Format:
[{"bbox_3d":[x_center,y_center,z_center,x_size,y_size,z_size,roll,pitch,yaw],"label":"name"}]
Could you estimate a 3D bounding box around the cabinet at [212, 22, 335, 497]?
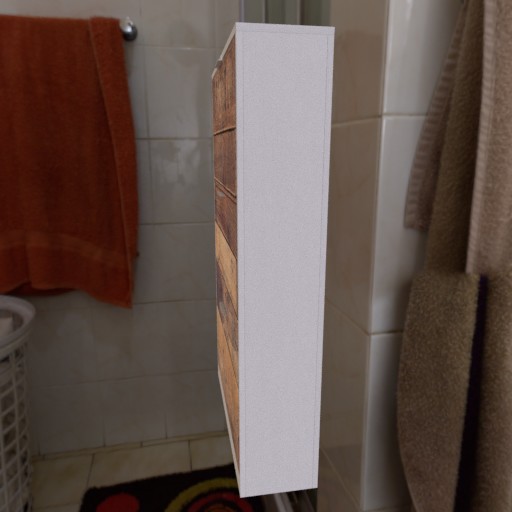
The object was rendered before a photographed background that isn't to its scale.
[{"bbox_3d":[0.000,0.000,1.536,0.250,1.280,0.750,-2,14,-9],"label":"cabinet"}]
